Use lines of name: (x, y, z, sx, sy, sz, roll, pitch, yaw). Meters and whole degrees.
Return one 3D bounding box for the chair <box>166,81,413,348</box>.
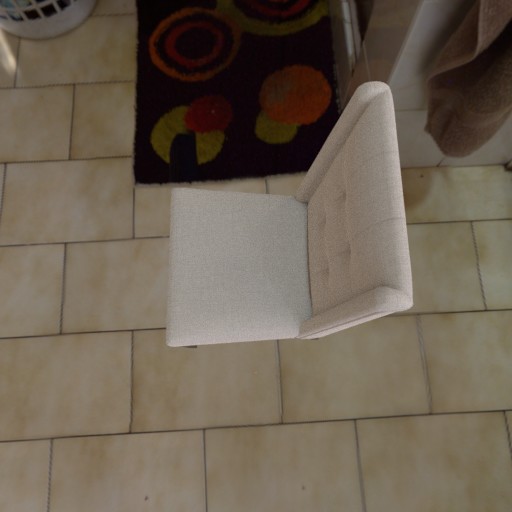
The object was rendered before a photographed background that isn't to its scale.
chair: (0.000, 0.000, 1.236, 0.523, 0.961, 0.474, -1, 75, 0)
